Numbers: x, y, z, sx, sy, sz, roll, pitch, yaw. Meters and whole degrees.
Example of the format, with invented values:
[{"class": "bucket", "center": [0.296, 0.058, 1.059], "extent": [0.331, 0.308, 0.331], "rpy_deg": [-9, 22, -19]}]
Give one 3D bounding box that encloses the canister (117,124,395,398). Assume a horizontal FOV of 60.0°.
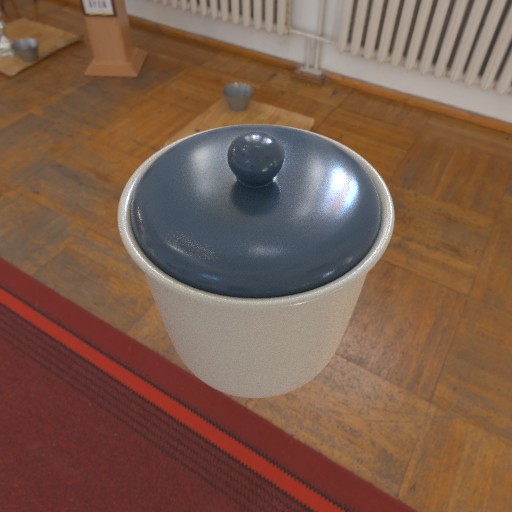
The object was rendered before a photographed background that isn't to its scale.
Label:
[{"class": "canister", "center": [0.000, 0.000, 0.340], "extent": [0.182, 0.208, 0.182], "rpy_deg": [0, 47, 0]}]
